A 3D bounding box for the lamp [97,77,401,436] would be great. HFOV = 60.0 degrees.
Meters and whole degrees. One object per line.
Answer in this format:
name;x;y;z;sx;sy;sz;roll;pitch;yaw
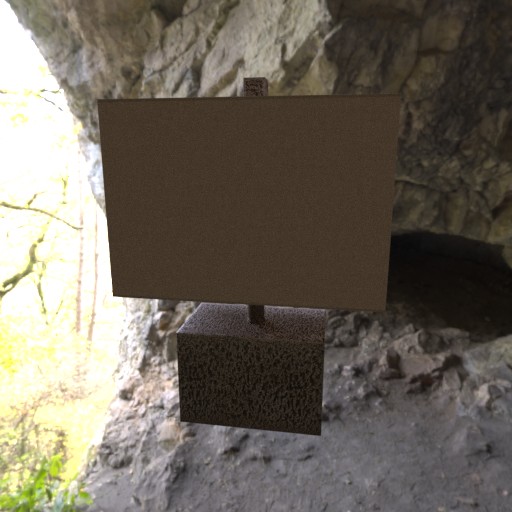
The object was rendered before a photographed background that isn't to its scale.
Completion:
lamp;0.000;0.000;0.548;0.294;0.411;0.180;2;14;9
